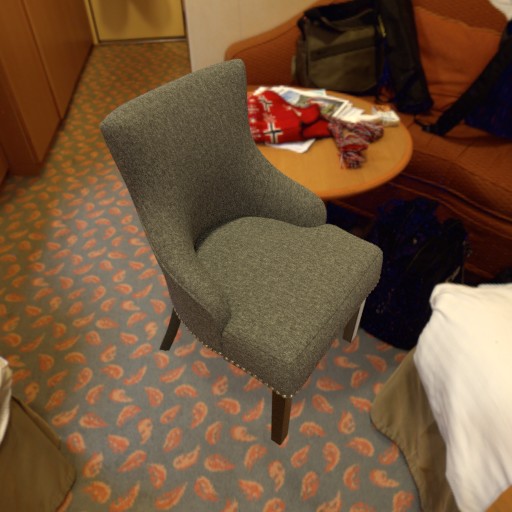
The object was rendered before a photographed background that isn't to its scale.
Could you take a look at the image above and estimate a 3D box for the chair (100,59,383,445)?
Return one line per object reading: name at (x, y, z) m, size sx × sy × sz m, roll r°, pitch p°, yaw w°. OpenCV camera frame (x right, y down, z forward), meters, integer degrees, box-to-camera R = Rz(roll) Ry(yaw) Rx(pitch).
chair at (0.000, 0.000, 1.316) m, size 0.629 × 0.909 × 0.566 m, roll 26°, pitch 48°, yaw 26°
